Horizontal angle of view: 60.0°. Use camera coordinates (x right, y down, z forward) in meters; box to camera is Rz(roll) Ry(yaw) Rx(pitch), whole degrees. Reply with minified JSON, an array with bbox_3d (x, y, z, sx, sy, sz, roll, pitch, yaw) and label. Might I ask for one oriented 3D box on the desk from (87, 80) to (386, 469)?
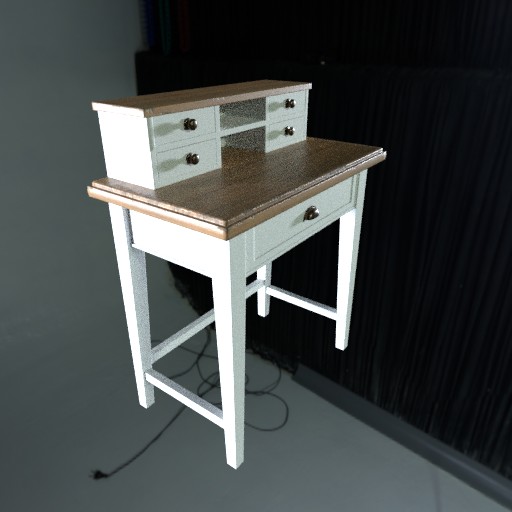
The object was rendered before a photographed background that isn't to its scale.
[{"bbox_3d":[0.000,0.000,1.422,0.462,0.981,0.814,19,32,32],"label":"desk"}]
